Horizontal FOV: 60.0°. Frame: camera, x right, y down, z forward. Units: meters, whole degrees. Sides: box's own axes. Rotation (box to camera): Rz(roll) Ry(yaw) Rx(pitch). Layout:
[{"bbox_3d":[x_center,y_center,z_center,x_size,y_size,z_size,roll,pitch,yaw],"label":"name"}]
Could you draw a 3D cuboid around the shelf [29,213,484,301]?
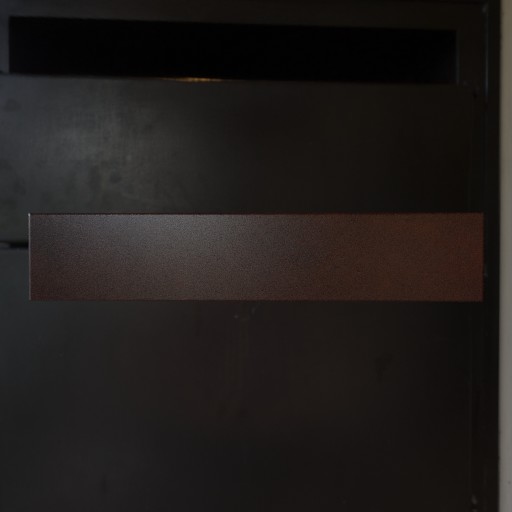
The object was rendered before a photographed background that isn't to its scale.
[{"bbox_3d":[0.000,0.000,0.521,0.457,0.088,0.152,0,1,1],"label":"shelf"}]
